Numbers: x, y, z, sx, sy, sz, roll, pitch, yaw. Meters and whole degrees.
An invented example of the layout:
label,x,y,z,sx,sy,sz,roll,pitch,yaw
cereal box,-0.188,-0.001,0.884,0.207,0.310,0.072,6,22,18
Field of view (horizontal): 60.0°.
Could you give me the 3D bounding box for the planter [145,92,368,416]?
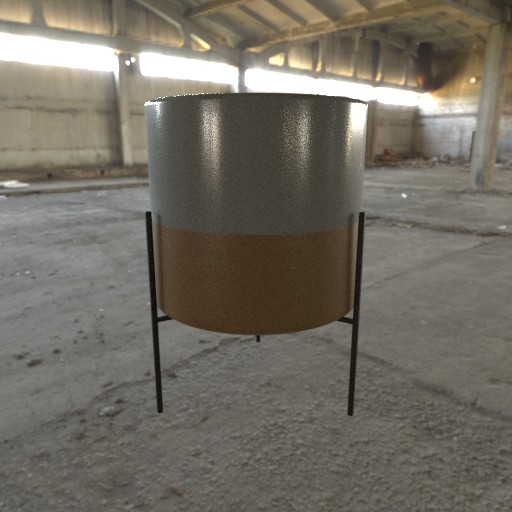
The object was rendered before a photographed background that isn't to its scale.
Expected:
label,x,y,z,sx,sy,sz,roll,pitch,yaw
planter,0.000,0.000,0.661,0.310,0.432,0.310,-13,19,-42
